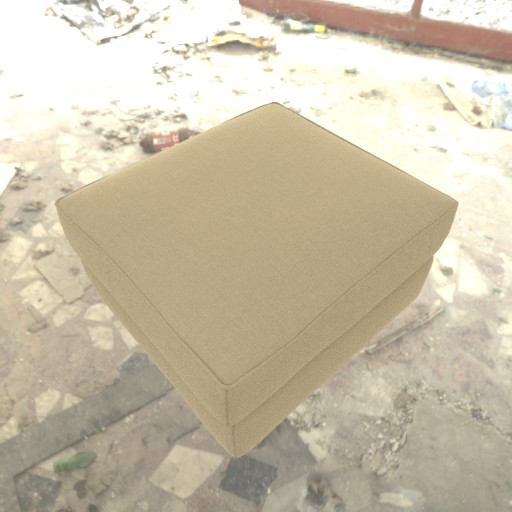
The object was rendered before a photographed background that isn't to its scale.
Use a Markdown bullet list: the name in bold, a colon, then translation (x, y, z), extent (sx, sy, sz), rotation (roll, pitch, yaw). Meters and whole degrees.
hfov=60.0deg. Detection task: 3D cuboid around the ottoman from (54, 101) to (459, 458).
- **ottoman**: translation (0.000, 0.000, 1.138), extent (0.716, 0.505, 0.662), rotation (-33, 55, -27)
